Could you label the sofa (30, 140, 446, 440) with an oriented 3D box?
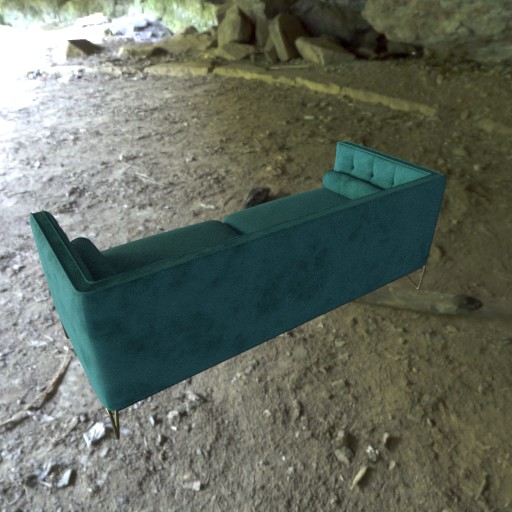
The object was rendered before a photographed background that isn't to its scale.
[{"bbox_3d":[0.000,0.000,2.500,2.087,0.789,0.867,-20,36,-29],"label":"sofa"}]
